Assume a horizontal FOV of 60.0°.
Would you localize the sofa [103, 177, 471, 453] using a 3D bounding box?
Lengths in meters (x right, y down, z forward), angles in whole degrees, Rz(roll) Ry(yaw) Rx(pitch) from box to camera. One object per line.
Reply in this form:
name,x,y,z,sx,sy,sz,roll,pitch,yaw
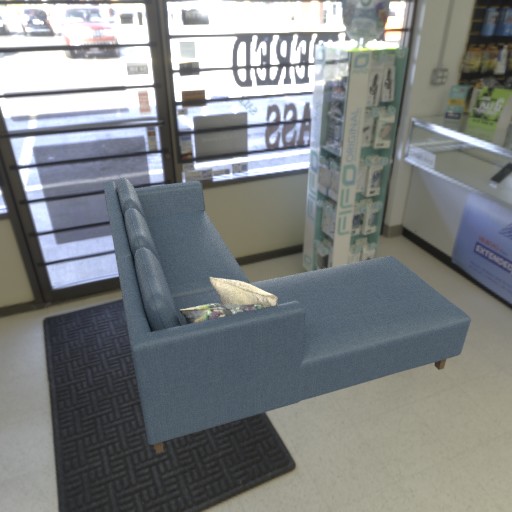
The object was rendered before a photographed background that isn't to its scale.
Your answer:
sofa,0.000,0.000,3.058,1.829,0.787,2.120,-10,31,-17
